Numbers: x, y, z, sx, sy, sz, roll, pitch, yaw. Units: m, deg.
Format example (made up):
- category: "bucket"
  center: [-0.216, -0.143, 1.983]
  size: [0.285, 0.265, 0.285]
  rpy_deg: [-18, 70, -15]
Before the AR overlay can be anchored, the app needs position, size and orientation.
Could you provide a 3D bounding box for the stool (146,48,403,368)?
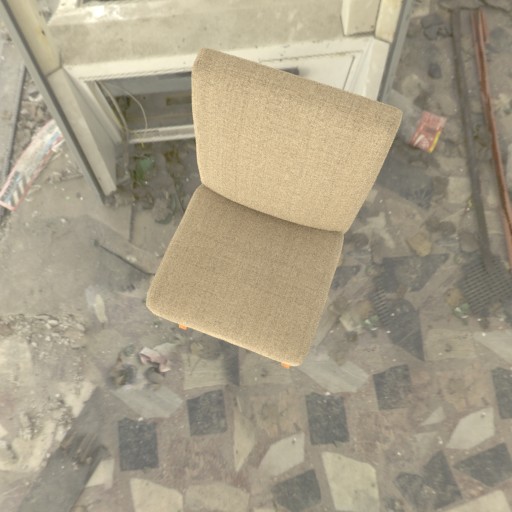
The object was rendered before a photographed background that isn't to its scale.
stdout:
- category: "stool"
  center: [0.000, 0.000, 1.295]
  size: [0.459, 1.010, 0.526]
  rpy_deg: [20, 76, 5]
